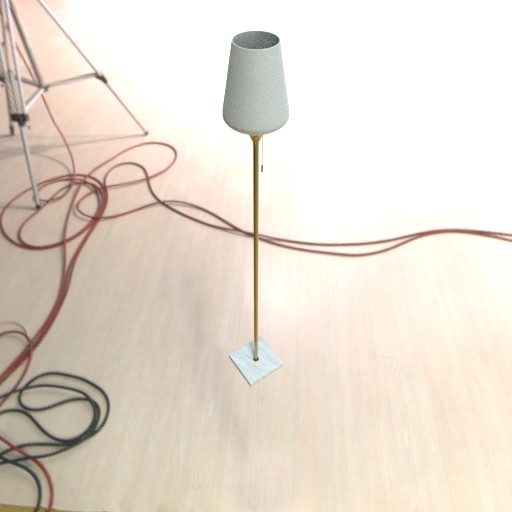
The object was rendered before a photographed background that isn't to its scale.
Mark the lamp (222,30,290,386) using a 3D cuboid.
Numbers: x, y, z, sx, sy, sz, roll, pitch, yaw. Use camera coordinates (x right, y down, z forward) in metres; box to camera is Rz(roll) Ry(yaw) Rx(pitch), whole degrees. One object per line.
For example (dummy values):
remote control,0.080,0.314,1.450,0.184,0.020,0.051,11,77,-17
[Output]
lamp,0.000,0.000,1.930,0.232,1.813,0.229,-27,53,-23
